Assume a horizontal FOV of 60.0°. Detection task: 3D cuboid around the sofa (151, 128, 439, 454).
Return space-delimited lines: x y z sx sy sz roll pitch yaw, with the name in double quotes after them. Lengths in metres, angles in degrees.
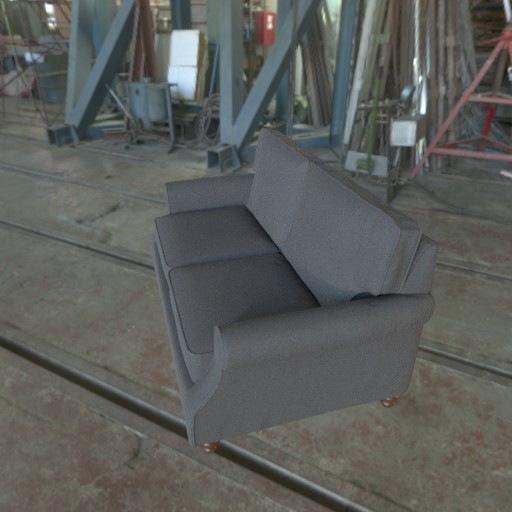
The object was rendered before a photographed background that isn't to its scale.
0.000 0.000 2.229 0.964 0.937 1.665 -8 30 -15 "sofa"
